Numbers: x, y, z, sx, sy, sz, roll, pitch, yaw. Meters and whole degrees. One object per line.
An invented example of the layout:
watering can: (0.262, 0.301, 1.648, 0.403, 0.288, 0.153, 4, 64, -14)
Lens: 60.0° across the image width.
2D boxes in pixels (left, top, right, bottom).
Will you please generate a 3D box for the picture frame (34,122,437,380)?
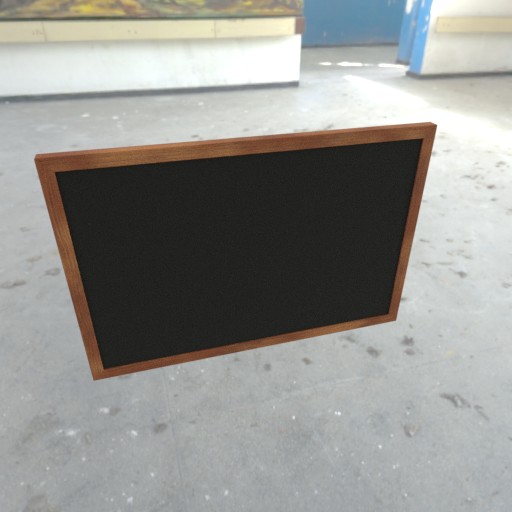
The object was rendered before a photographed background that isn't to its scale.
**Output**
picture frame: (0.000, 0.000, 1.193, 0.950, 0.640, 0.029, -8, 32, -14)
